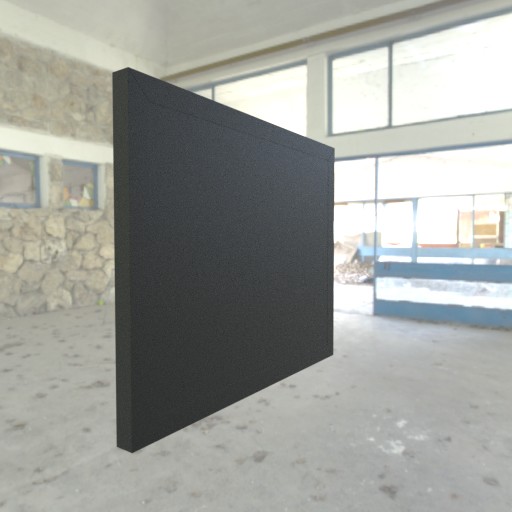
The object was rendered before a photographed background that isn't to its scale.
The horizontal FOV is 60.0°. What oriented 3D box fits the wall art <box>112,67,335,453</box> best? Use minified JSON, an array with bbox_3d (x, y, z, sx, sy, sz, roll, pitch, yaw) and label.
[{"bbox_3d":[0.000,0.000,0.759,0.029,0.457,0.558,1,3,35],"label":"wall art"}]
